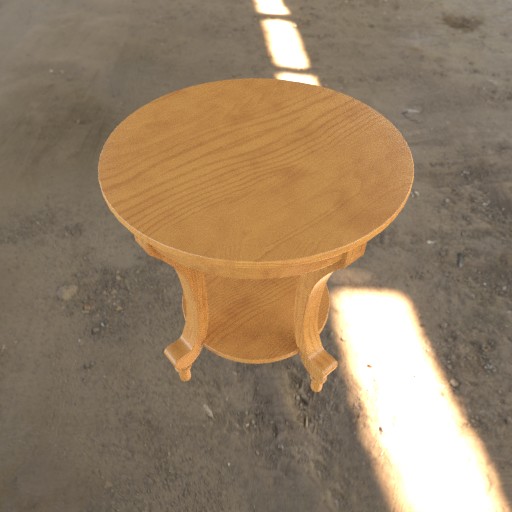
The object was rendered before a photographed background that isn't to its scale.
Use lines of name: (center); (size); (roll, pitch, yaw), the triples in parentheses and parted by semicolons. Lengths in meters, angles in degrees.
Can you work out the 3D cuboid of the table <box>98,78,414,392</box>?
table: (0.000, 0.000, 1.082); (0.597, 0.612, 0.597); (0, 47, 0)
